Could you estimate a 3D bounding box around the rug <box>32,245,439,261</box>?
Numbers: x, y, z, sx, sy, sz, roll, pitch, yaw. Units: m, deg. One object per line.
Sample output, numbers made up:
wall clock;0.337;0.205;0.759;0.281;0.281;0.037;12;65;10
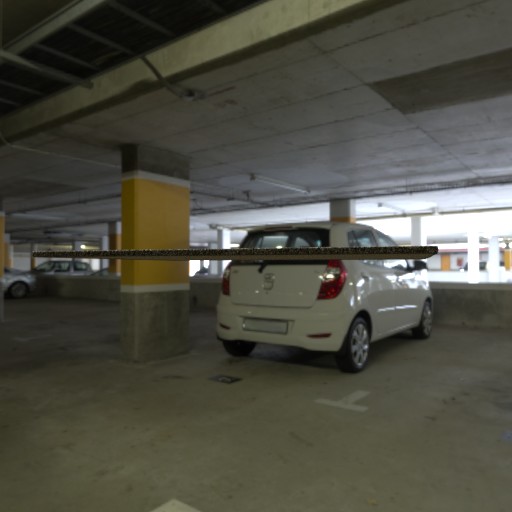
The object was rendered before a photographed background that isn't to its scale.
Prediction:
rug;0.000;0.000;2.180;1.601;0.025;1.198;0;-1;19
